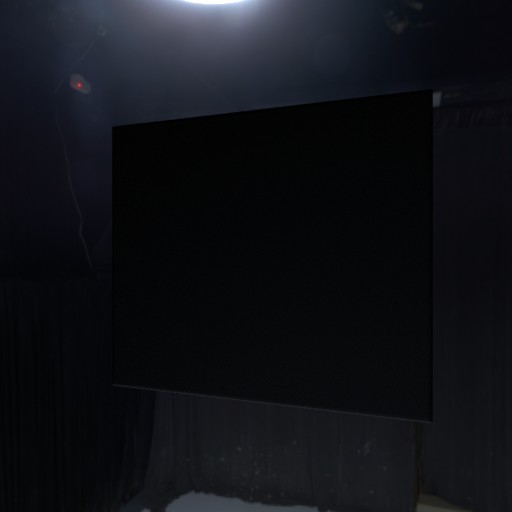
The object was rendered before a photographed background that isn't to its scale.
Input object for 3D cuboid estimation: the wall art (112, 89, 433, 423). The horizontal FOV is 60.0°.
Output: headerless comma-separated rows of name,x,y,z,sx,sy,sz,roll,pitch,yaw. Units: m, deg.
wall art,0.000,0.000,0.514,0.380,0.330,0.028,0,0,20
